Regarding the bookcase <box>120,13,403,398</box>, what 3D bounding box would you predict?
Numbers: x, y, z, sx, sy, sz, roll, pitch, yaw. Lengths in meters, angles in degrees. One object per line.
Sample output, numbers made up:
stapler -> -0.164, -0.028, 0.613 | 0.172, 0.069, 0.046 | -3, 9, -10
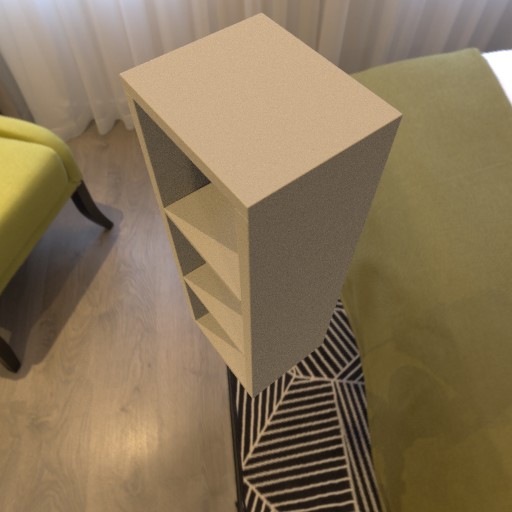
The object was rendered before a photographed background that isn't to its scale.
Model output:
bookcase -> 0.000, 0.000, 1.237 | 0.330, 1.080, 0.390 | -33, 64, -19
